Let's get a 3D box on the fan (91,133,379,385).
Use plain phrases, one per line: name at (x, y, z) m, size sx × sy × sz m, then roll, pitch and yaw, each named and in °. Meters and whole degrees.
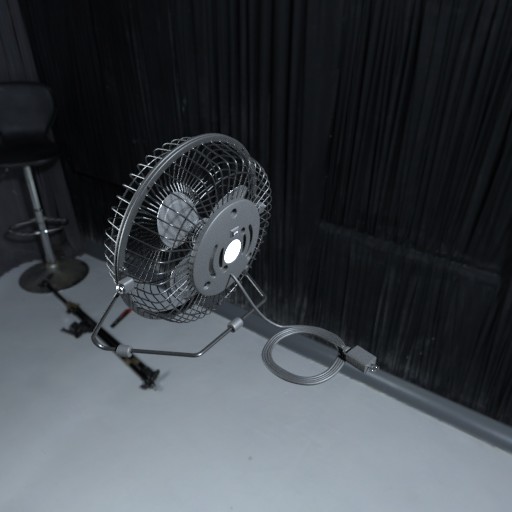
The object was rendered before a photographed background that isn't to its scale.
fan at (0.000, 0.000, 0.382) m, size 0.227 × 0.188 × 0.209 m, roll 20°, pitch 36°, yaw 30°
